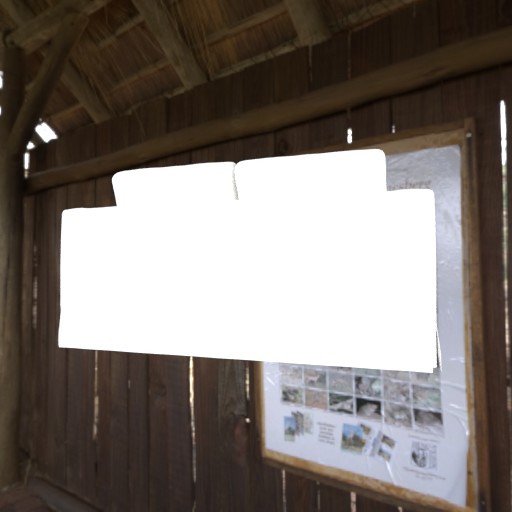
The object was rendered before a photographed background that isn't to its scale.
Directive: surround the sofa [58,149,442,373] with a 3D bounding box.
[{"bbox_3d":[0.000,0.000,2.436,1.813,0.932,1.009,-1,-2,19],"label":"sofa"}]
